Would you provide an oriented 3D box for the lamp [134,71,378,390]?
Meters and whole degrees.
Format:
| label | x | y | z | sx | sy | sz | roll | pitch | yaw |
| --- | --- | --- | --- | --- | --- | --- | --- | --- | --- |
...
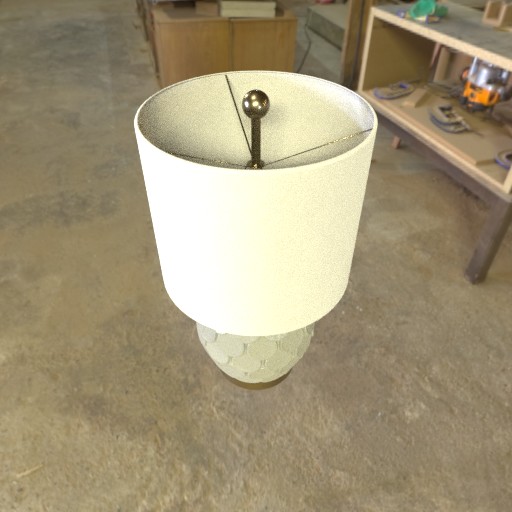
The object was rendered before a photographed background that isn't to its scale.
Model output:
| label | x | y | z | sx | sy | sz | roll | pitch | yaw |
| --- | --- | --- | --- | --- | --- | --- | --- | --- | --- |
| lamp | 0.000 | 0.000 | 0.605 | 0.254 | 0.452 | 0.254 | 0 | 41 | 0 |
